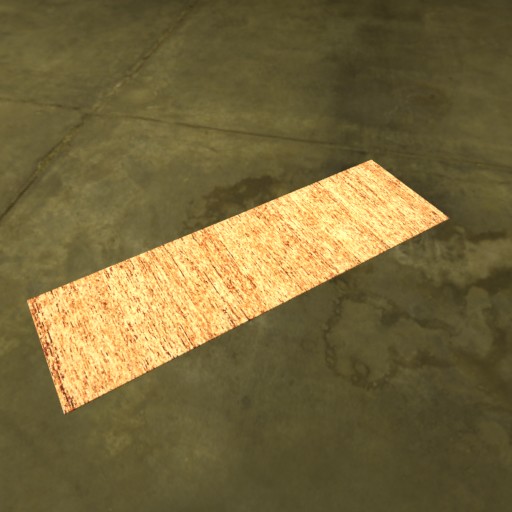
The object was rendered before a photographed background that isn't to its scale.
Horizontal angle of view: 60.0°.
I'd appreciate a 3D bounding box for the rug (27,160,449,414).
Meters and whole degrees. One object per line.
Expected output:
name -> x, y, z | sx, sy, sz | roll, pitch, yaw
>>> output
rug -> 0.000, 0.000, 2.388 | 2.237, 0.014, 0.680 | -24, 52, -21
